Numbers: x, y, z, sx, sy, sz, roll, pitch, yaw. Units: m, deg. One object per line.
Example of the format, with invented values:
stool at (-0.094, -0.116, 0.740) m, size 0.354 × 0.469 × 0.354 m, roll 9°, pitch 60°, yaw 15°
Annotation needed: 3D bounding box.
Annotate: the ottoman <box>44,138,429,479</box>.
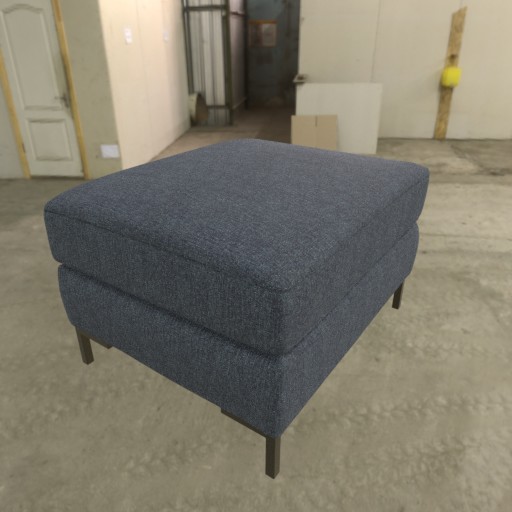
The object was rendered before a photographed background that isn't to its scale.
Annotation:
ottoman at (0.000, 0.000, 1.262) m, size 0.695 × 0.533 × 0.831 m, roll 18°, pitch 32°, yaw 31°
